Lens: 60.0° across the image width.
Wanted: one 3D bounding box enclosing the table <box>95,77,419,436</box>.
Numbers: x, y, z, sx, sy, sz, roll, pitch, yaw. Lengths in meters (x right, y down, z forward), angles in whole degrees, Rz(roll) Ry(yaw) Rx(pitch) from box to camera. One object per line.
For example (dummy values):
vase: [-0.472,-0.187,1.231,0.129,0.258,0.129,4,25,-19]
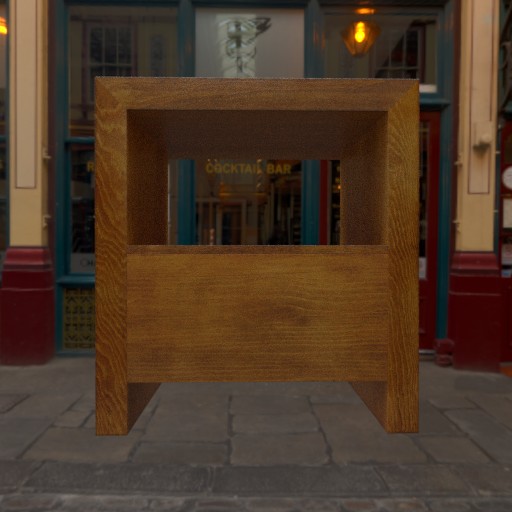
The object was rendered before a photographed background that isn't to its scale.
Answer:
table: [0.000,0.000,0.952,0.550,0.605,0.400,0,0,-1]
